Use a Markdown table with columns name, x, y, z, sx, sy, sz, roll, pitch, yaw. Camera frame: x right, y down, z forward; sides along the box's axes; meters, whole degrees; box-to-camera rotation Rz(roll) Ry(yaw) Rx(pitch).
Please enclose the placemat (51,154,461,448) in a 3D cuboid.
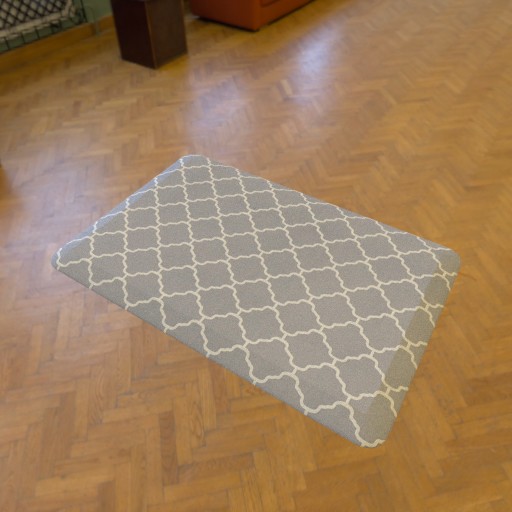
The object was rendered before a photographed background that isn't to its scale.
| name | x | y | z | sx | sy | sz | roll | pitch | yaw |
| --- | --- | --- | --- | --- | --- | --- | --- | --- | --- |
| placemat | 0.000 | 0.000 | 0.956 | 0.762 | 0.021 | 0.508 | 24 | 51 | 22 |
